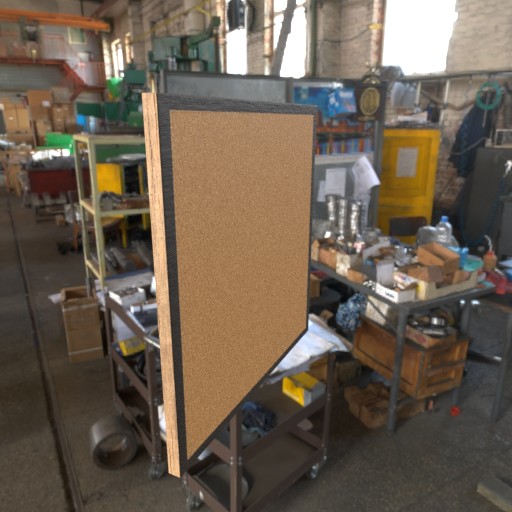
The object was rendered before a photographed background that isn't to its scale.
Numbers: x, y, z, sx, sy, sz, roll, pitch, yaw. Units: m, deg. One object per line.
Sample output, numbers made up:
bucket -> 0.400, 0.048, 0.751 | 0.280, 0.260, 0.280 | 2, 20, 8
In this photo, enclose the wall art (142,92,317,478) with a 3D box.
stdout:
wall art -> 0.000, 0.000, 1.046 | 0.029, 0.691, 0.695 | 8, 19, 26
